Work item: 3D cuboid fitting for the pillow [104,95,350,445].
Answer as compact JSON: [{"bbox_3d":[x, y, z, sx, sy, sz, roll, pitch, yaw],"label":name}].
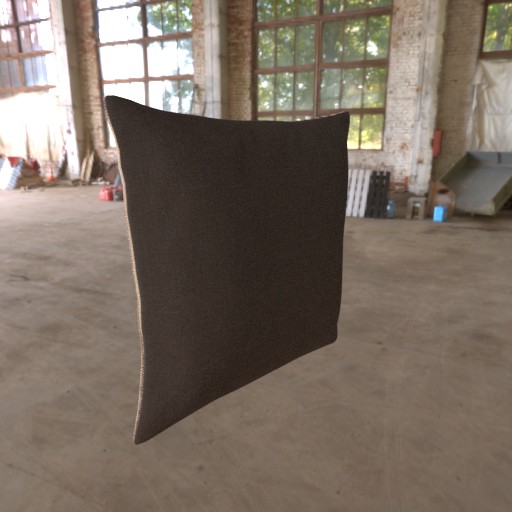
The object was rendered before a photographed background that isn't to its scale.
[{"bbox_3d":[0.000,0.000,0.783,0.523,0.506,0.166,-14,21,-42],"label":"pillow"}]
